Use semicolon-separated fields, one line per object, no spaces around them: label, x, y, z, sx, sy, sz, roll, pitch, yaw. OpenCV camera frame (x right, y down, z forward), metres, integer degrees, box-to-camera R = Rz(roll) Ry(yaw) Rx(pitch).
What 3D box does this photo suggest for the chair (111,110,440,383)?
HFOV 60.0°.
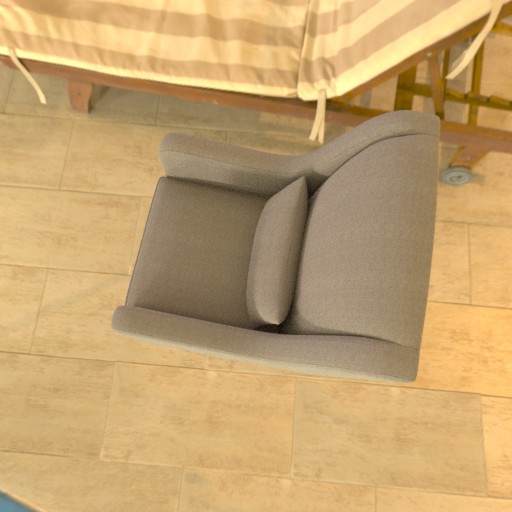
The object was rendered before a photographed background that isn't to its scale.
chair;0.000;0.000;1.575;0.890;1.017;0.715;10;75;3
